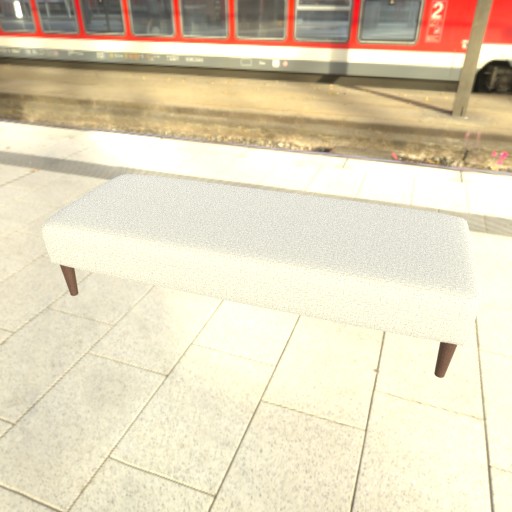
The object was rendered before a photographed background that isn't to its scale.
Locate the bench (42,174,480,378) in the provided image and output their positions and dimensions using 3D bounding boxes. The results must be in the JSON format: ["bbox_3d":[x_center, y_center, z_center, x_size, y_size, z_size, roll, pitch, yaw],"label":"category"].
[{"bbox_3d":[0.000,0.000,1.839,1.598,0.383,0.631,10,32,16],"label":"bench"}]
